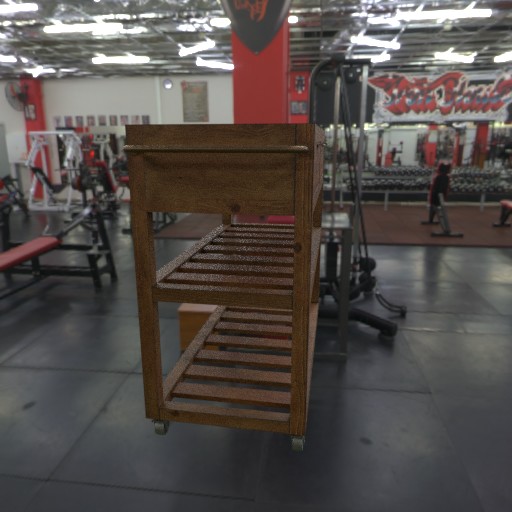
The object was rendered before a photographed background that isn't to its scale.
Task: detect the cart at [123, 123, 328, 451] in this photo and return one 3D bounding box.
[{"bbox_3d":[0.000,0.000,1.509,0.445,0.830,1.065,3,15,10],"label":"cart"}]
